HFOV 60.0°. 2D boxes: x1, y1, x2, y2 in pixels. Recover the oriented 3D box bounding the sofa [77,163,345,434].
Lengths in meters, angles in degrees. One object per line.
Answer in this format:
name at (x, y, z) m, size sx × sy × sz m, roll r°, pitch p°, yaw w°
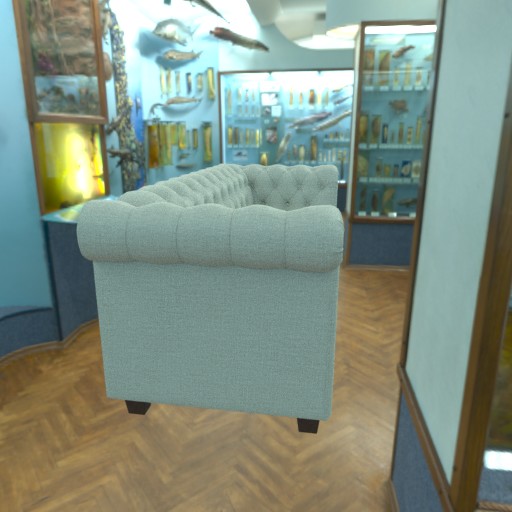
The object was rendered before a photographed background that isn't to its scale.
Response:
sofa at (0.000, 0.000, 2.164) m, size 0.783 × 0.797 × 1.798 m, roll 3°, pitch 16°, yaw 9°
